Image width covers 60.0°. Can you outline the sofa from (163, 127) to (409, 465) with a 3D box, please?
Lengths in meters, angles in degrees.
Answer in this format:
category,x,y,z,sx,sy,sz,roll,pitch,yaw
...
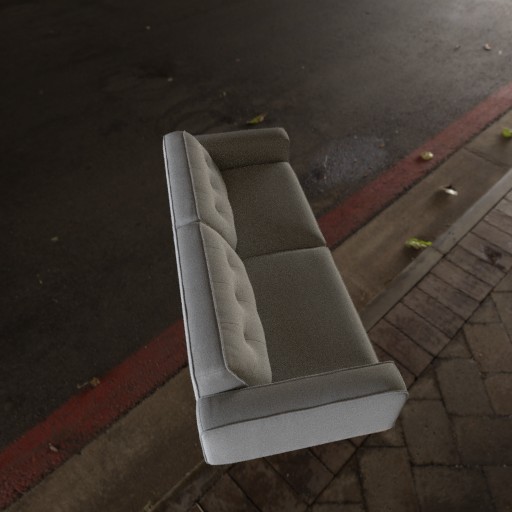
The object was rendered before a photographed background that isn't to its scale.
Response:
category,x,y,z,sx,sy,sz,roll,pitch,yaw
sofa,0.000,0.000,2.762,0.956,0.781,2.270,-9,48,-8
